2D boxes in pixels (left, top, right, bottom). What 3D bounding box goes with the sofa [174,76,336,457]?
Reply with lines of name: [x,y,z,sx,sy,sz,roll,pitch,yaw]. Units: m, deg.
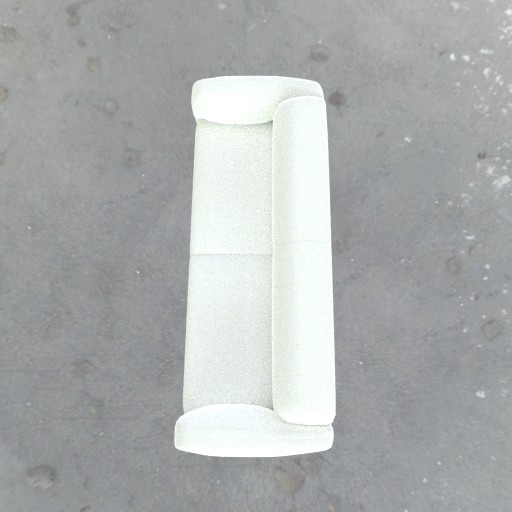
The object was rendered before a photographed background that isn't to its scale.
sofa: [0.000,0.000,2.766,0.870,0.780,2.280,1,76,0]
